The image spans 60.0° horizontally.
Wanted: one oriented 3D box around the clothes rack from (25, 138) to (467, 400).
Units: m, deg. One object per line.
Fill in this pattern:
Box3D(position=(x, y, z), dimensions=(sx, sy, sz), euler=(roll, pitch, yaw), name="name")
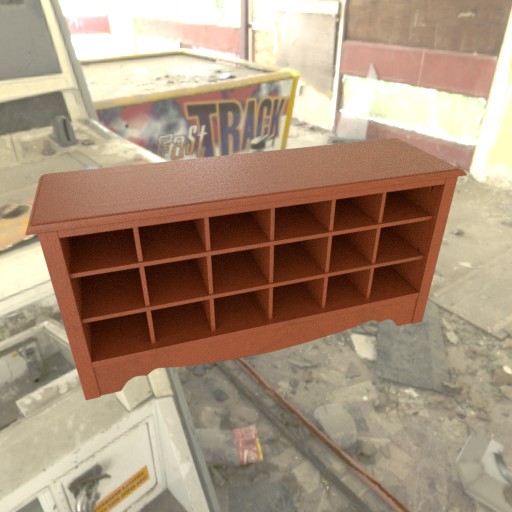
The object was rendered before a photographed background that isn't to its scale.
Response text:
Box3D(position=(0.000, 0.000, 1.493), dimensions=(1.251, 0.594, 0.362), euler=(-10, 32, -15), name="clothes rack")
